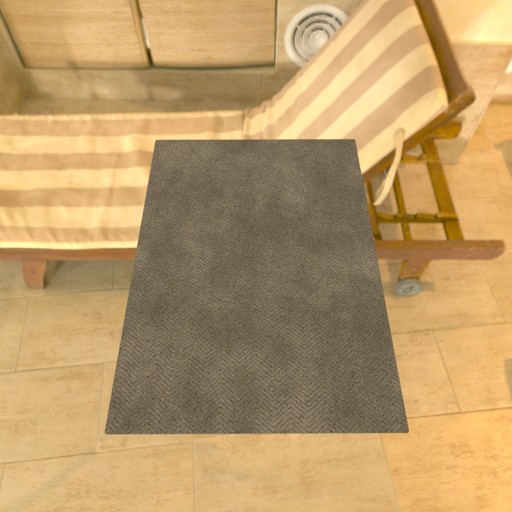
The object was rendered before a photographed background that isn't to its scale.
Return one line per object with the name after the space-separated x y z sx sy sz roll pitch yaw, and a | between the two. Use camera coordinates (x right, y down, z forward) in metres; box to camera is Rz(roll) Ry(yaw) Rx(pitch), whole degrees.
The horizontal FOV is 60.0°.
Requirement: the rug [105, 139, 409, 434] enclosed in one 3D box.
0.000 0.000 2.941 1.600 0.008 2.235 0 57 0 | rug
